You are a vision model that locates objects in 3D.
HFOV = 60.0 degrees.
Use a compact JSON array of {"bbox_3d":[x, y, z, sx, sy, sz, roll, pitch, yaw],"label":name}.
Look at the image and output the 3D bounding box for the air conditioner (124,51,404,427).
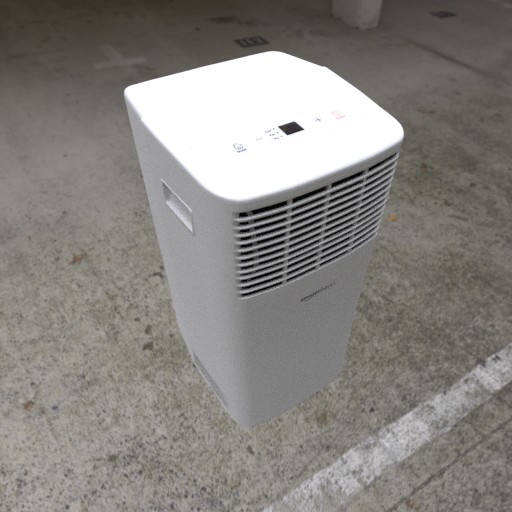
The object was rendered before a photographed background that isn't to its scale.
[{"bbox_3d":[0.000,0.000,0.819,0.304,0.606,0.349,-24,50,-22],"label":"air conditioner"}]
